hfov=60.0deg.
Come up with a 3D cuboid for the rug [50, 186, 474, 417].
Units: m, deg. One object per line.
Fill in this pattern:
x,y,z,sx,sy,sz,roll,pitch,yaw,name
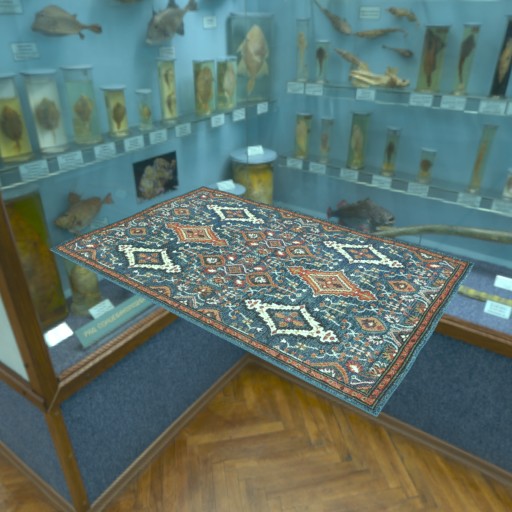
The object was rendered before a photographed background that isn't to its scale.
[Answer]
0.000,0.000,2.276,1.847,0.014,1.195,20,35,31,rug
